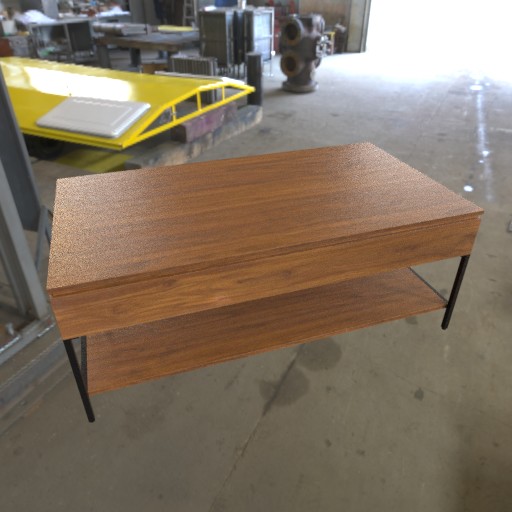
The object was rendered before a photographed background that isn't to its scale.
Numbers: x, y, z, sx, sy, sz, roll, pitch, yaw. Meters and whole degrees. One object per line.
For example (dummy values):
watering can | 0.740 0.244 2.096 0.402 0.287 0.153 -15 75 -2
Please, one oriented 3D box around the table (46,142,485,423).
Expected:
table | 0.000 0.000 1.346 1.057 0.414 0.574 -10 34 -16
